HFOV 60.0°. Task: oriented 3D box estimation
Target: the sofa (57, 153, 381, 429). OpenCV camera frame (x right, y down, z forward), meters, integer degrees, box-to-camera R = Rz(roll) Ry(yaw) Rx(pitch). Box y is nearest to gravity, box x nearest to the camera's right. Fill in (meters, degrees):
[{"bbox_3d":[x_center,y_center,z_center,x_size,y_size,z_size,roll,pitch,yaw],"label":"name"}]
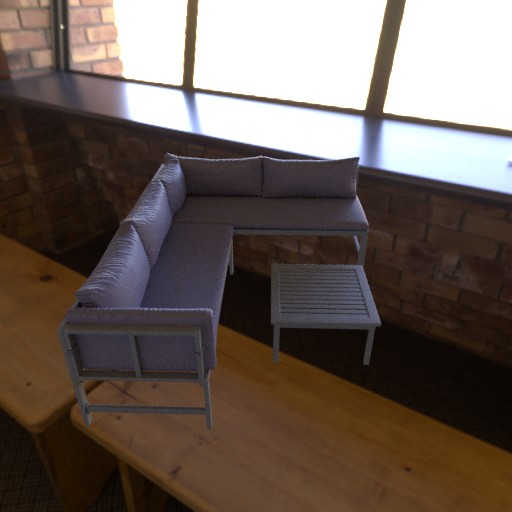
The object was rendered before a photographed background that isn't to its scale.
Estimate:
[{"bbox_3d":[0.000,0.000,2.930,1.658,0.762,2.149,1,31,2],"label":"sofa"}]
